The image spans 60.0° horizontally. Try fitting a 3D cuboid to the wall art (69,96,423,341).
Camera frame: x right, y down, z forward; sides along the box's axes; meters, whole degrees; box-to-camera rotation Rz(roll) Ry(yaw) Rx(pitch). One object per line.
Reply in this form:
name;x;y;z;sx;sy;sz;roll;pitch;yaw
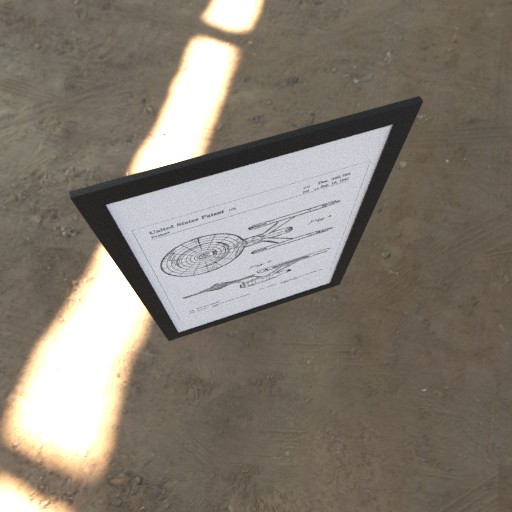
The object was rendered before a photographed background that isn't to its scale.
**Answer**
wall art;0.000;0.000;0.691;0.379;0.530;0.008;-17;66;-8
